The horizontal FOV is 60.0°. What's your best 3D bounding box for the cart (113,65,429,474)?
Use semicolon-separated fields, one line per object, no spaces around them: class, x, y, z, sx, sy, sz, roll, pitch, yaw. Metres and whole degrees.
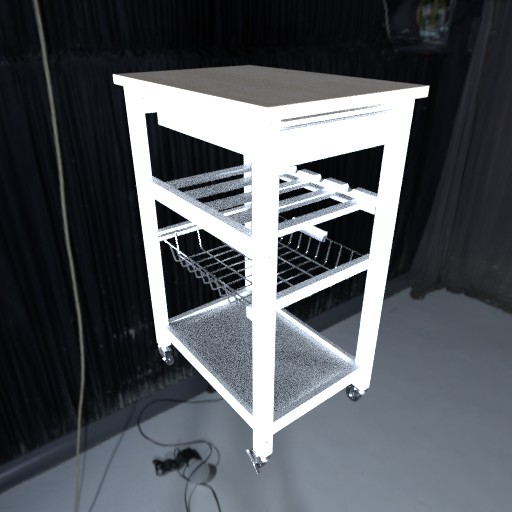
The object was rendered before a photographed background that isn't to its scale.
cart;0.000;0.000;1.152;0.406;0.857;0.578;-20;34;-33
